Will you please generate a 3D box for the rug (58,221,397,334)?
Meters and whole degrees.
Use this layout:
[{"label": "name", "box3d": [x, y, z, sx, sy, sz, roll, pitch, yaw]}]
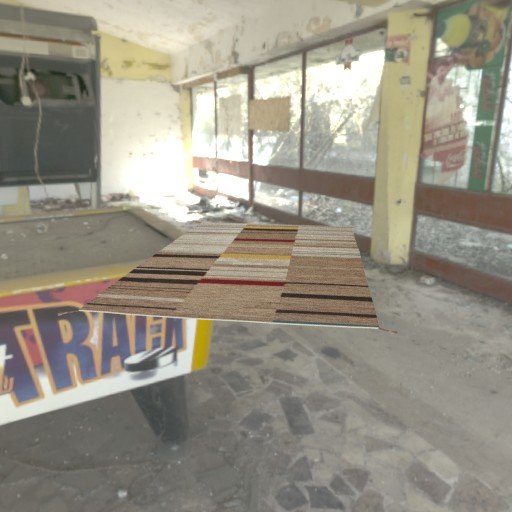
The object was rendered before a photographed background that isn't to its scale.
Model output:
[{"label": "rug", "box3d": [0.000, 0.000, 2.494, 1.268, 0.007, 1.918, 2, 15, 8]}]
